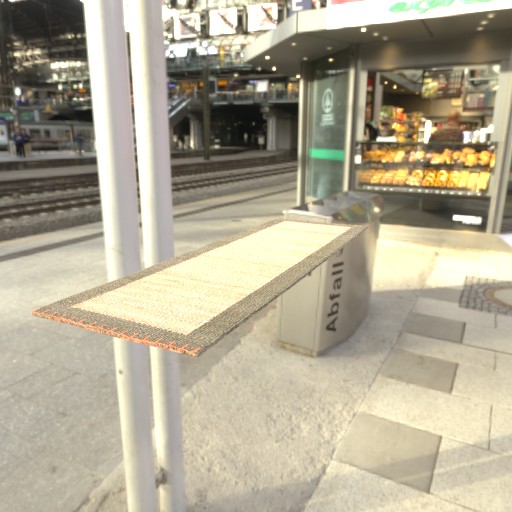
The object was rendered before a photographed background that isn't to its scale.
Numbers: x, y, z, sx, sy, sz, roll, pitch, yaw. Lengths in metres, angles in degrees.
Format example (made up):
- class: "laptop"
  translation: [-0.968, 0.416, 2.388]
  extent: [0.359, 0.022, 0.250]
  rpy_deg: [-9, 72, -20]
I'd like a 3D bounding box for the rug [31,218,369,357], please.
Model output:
- class: "rug"
  translation: [0.000, 0.000, 2.629]
  extent: [0.810, 0.016, 2.413]
  rpy_deg: [7, 17, 26]
